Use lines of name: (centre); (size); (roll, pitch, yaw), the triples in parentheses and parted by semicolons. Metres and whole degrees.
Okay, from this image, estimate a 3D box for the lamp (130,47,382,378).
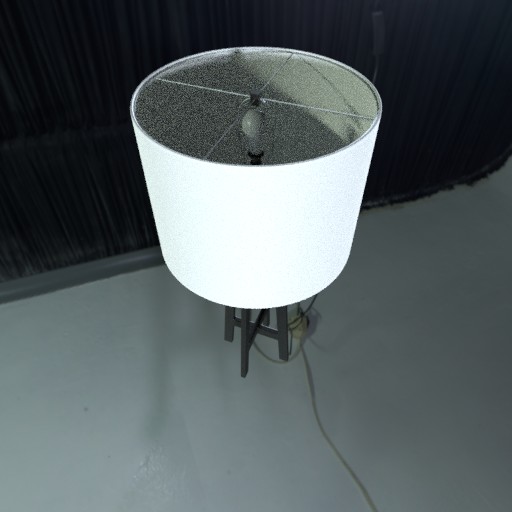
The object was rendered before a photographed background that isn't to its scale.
lamp: (0.000, 0.000, 0.634); (0.257, 0.489, 0.257); (-17, 49, -16)
